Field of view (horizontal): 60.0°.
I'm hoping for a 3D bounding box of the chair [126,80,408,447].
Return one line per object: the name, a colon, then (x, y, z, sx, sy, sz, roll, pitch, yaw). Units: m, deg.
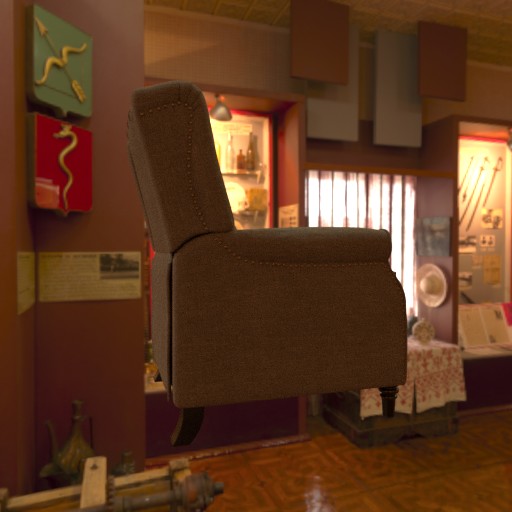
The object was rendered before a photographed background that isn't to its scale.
chair: (0.000, 0.000, 1.612, 0.898, 1.035, 0.742, 0, 1, -17)
